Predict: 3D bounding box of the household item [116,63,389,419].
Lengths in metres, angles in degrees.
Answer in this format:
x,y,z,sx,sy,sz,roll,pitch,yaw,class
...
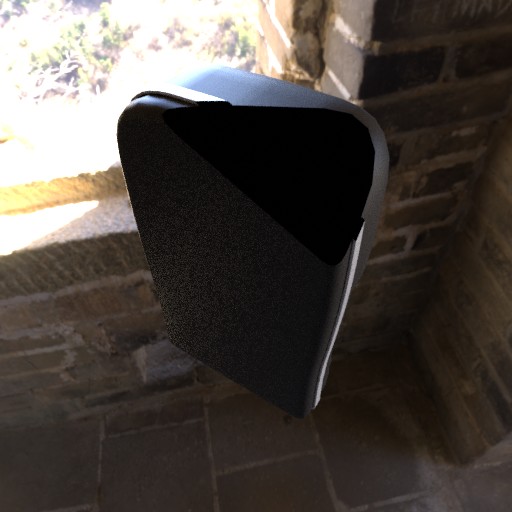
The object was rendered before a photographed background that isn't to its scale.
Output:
x,y,z,sx,sy,sz,roll,pitch,yaw,class
0.000,0.000,0.145,0.070,0.114,0.038,25,52,21,household item
